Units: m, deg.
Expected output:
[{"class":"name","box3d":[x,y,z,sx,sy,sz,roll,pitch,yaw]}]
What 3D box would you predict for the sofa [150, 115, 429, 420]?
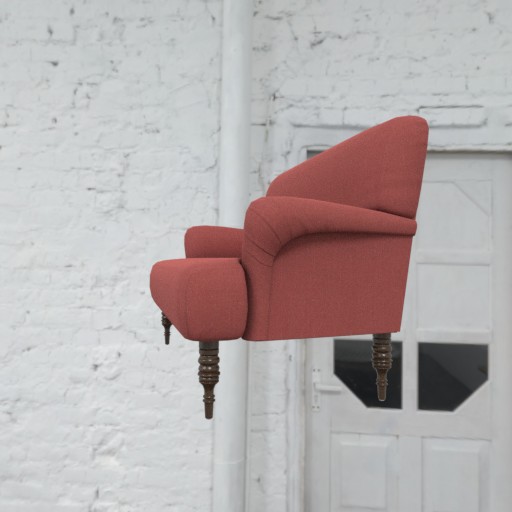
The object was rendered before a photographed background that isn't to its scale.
[{"class":"sofa","box3d":[0.000,0.000,1.808,0.779,0.889,1.297,0,0,-17]}]
